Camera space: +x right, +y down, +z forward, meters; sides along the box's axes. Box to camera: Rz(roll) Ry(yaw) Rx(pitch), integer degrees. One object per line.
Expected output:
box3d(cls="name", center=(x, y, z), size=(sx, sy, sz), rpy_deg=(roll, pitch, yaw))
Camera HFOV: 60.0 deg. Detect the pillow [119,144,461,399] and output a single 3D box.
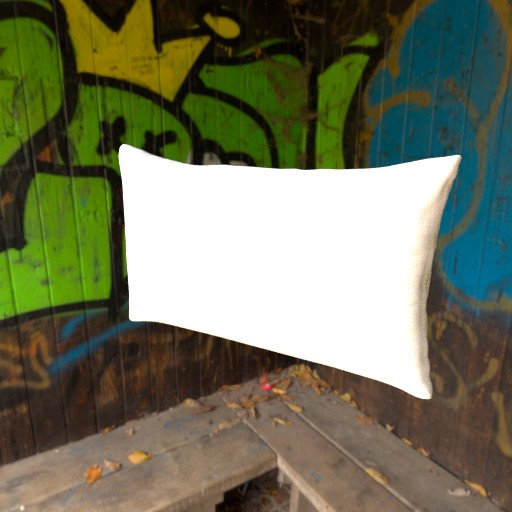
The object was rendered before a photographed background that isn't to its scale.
box3d(cls="pillow", center=(0.000, 0.000, 0.634), size=(0.506, 0.305, 0.139), rpy_deg=(8, 17, 28))
